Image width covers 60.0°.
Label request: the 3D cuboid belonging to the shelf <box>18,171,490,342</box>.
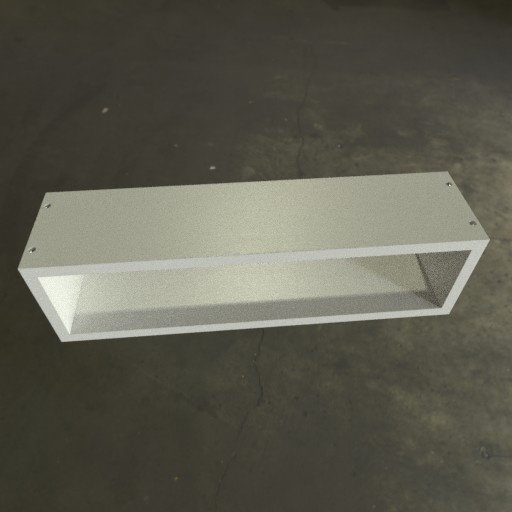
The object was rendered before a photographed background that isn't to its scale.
[{"bbox_3d":[0.000,0.000,0.683,0.610,0.170,0.150,-4,47,-3],"label":"shelf"}]
